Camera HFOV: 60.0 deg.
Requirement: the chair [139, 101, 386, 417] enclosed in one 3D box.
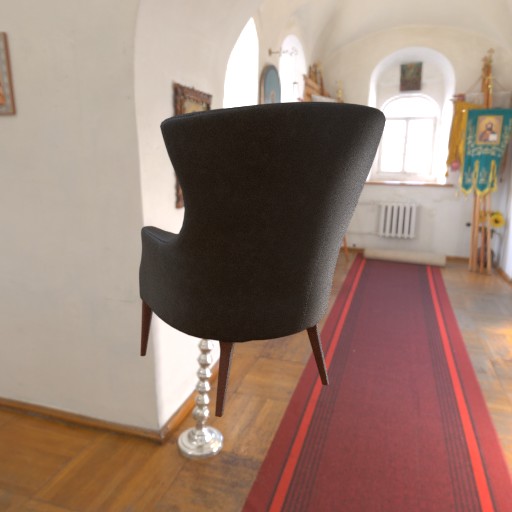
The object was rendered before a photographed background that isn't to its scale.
[{"bbox_3d":[0.000,0.000,1.734,0.819,1.068,0.954,-7,16,-27],"label":"chair"}]
